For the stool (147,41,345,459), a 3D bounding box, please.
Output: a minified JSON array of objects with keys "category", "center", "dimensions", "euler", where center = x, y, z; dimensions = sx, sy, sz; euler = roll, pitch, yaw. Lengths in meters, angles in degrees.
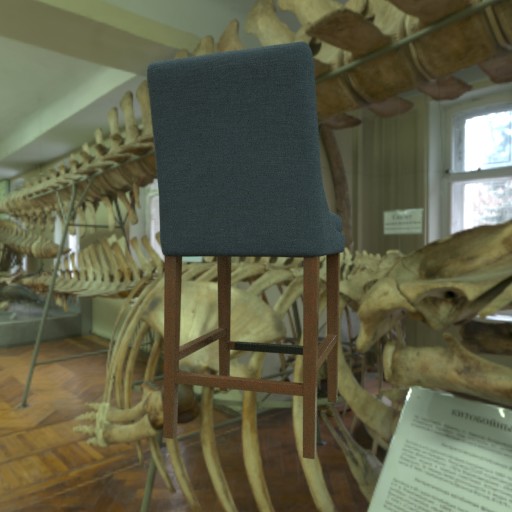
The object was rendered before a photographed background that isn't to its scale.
[{"category":"stool","center":[0.000,0.000,1.306],"dimensions":[0.470,0.981,0.577],"euler":[0,1,17]}]
